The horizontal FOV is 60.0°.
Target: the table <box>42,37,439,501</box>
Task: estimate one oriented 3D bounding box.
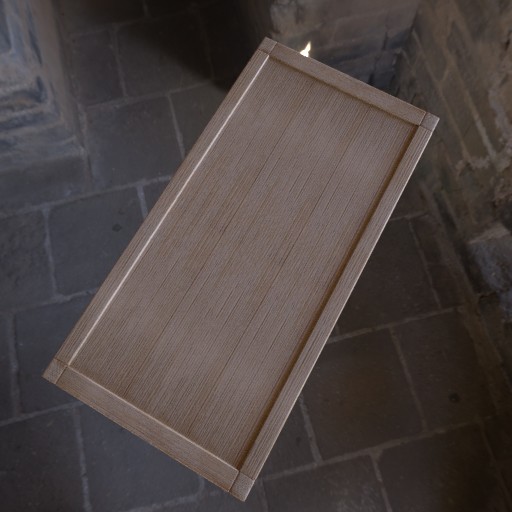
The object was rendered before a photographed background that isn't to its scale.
[{"bbox_3d":[0.000,0.000,1.576,0.660,0.457,1.321,28,77,7],"label":"table"}]
